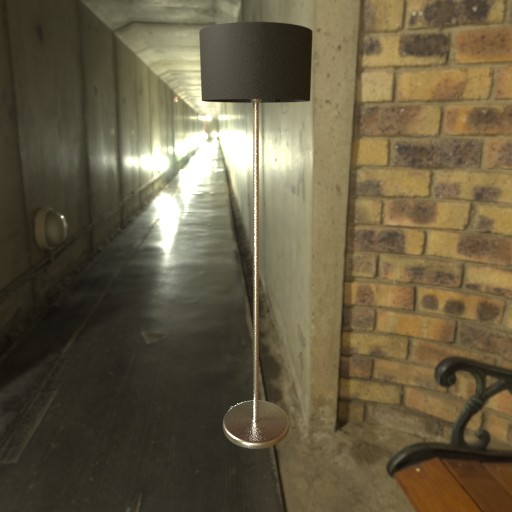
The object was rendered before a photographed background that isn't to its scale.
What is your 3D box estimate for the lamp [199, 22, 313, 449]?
[{"bbox_3d":[0.000,0.000,1.586,0.348,1.443,0.348,-15,23,-40],"label":"lamp"}]
